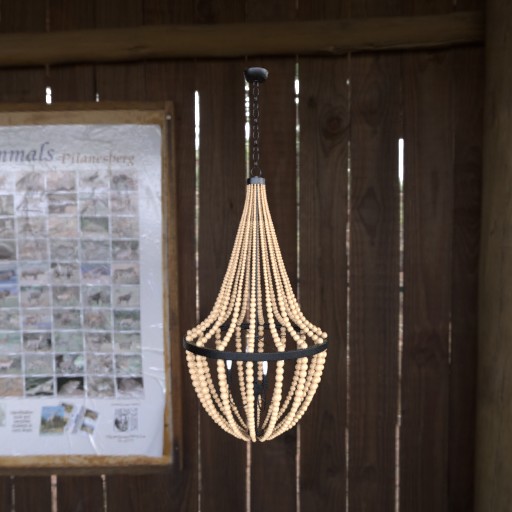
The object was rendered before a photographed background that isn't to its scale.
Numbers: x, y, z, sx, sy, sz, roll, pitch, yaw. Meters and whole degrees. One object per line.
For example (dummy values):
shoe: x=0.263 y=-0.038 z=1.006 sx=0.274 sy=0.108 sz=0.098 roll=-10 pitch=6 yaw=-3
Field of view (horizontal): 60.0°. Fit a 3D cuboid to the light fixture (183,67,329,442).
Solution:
light fixture: x=0.000 y=0.000 z=1.383 sx=0.450 sy=1.133 sz=0.450 roll=0 pitch=1 yaw=0
